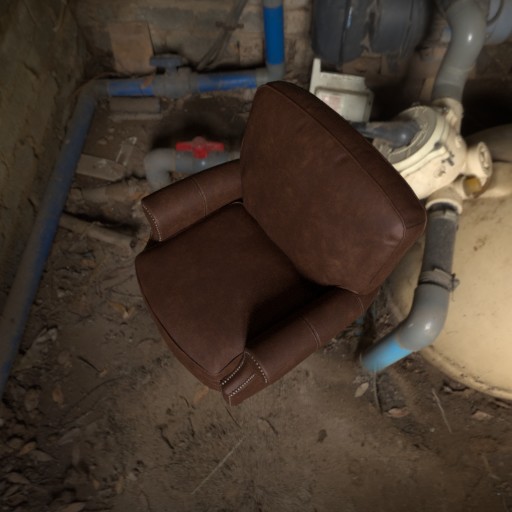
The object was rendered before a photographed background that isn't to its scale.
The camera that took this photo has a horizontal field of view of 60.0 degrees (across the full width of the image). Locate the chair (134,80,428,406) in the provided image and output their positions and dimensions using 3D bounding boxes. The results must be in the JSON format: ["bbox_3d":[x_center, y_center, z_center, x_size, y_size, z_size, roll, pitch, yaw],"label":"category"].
[{"bbox_3d":[0.000,0.000,1.844,0.986,1.018,0.936,-32,67,-16],"label":"chair"}]
